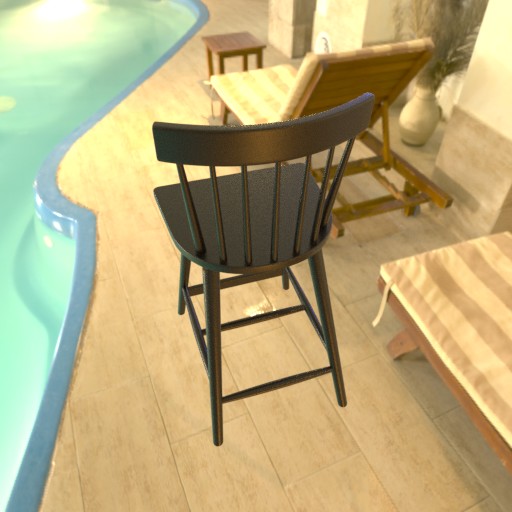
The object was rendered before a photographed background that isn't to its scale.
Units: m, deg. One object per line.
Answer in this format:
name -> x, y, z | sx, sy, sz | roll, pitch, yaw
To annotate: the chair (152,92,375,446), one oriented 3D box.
chair -> 0.000, 0.000, 1.271 | 0.483, 0.952, 0.572 | -12, 44, -13
